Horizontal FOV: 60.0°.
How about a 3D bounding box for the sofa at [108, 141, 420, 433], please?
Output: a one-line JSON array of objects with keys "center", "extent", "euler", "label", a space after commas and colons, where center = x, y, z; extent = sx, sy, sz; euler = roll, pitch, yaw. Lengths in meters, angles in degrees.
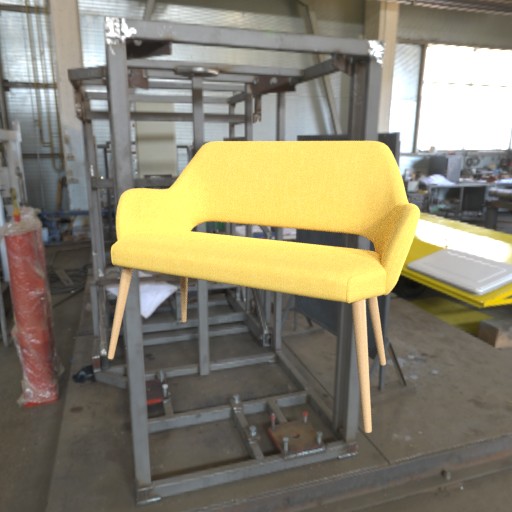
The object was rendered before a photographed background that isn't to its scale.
[{"center": [0.000, 0.000, 1.668], "extent": [1.150, 0.840, 0.610], "euler": [7, 16, 26], "label": "sofa"}]
